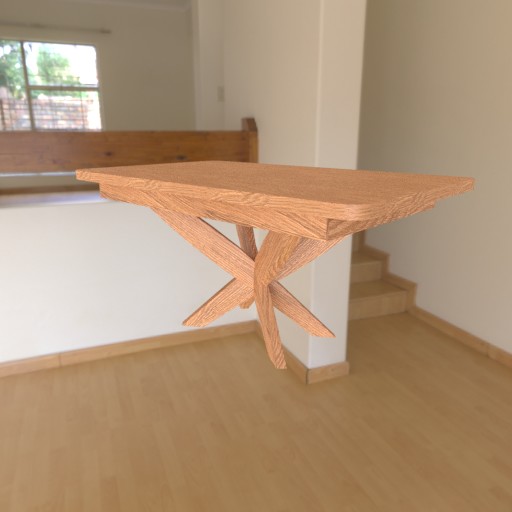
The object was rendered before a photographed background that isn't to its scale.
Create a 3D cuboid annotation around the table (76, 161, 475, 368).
[{"bbox_3d":[0.000,0.000,2.094,1.600,0.770,0.950,14,21,41],"label":"table"}]
